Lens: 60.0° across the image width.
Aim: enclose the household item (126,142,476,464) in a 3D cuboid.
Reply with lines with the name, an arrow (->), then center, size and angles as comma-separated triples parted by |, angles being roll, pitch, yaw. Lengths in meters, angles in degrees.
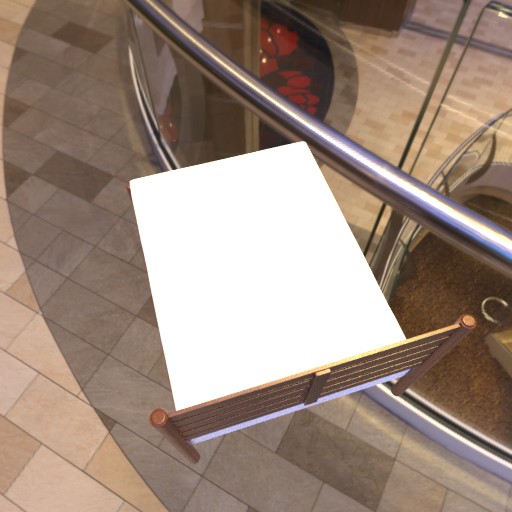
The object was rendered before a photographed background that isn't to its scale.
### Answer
household item -> 0.000, 0.000, 3.220 | 1.663, 1.356, 2.232 | -15, 60, -9
